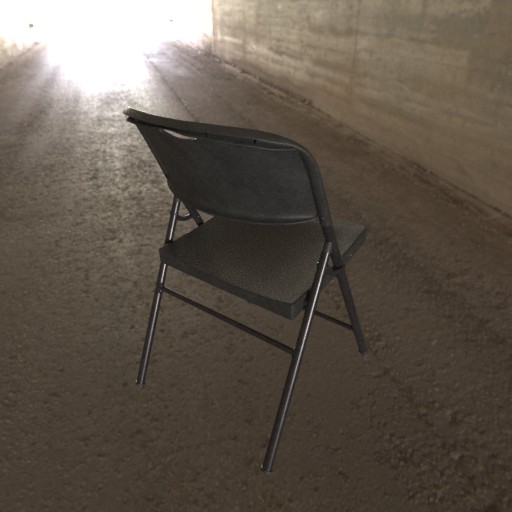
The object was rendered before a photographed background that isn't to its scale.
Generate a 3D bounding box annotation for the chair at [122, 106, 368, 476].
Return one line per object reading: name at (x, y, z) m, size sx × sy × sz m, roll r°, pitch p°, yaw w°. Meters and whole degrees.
chair at (0.000, 0.000, 1.174) m, size 0.494 × 0.810 × 0.566 m, roll 21°, pitch 35°, yaw 32°
